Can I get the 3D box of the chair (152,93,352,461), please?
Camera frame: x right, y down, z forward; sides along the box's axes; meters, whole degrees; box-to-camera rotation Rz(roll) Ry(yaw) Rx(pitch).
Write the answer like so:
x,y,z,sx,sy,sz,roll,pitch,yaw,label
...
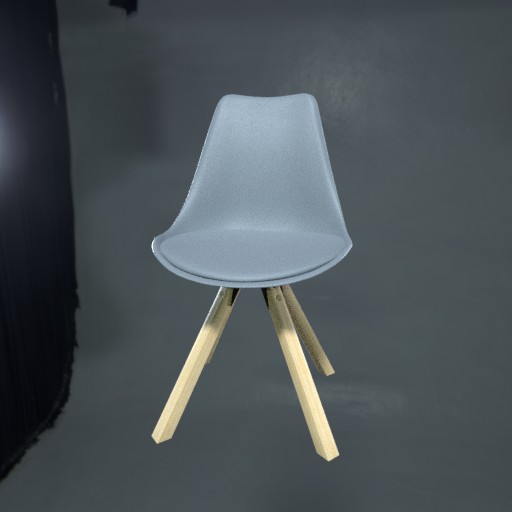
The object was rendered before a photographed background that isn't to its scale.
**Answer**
x,y,z,sx,sy,sz,roll,pitch,yaw,label
0.000,0.000,1.174,0.485,0.850,0.549,2,15,8,chair
